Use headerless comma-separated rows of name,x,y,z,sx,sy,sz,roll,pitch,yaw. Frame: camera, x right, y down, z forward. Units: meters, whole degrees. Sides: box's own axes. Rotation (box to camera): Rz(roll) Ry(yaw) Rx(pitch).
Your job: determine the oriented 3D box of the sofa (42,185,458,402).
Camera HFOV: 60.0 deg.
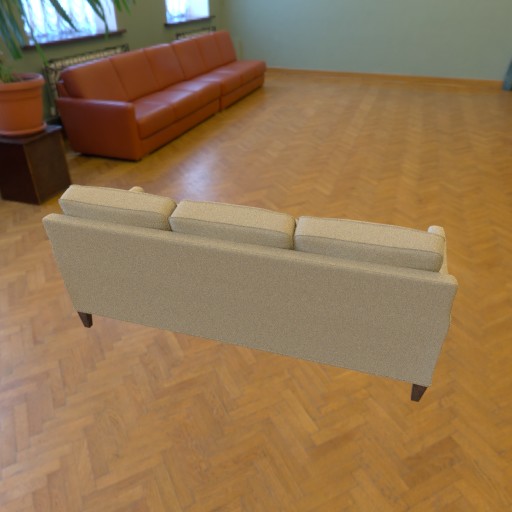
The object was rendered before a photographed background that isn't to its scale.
sofa,0.000,0.000,2.792,2.246,1.003,1.084,9,33,14
